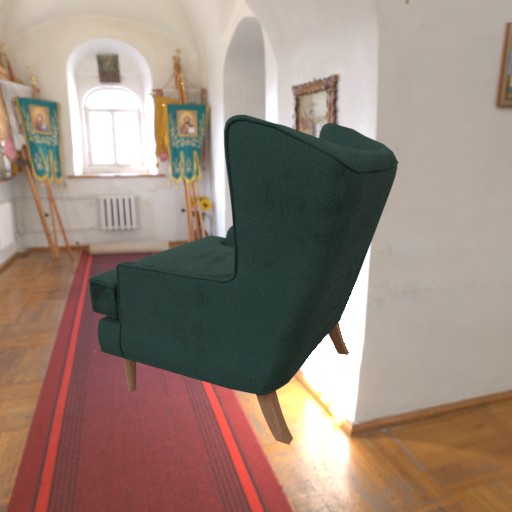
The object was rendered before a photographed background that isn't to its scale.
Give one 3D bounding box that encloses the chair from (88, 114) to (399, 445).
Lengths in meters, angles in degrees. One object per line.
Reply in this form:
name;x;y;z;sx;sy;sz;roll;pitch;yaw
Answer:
chair;0.000;0.000;1.625;0.910;0.952;0.793;8;17;26
